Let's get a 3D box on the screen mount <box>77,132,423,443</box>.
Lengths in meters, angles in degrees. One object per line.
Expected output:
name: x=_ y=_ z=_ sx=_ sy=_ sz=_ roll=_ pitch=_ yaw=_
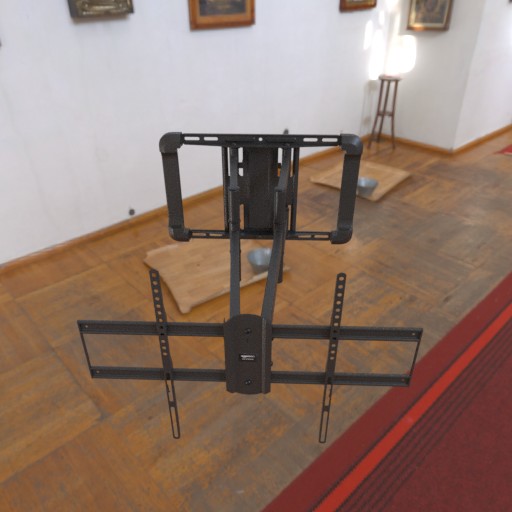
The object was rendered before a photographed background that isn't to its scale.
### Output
screen mount: x=0.000 y=0.000 z=1.310 sx=0.725 sy=0.483 sz=0.905 roll=1 pitch=31 yaw=2
